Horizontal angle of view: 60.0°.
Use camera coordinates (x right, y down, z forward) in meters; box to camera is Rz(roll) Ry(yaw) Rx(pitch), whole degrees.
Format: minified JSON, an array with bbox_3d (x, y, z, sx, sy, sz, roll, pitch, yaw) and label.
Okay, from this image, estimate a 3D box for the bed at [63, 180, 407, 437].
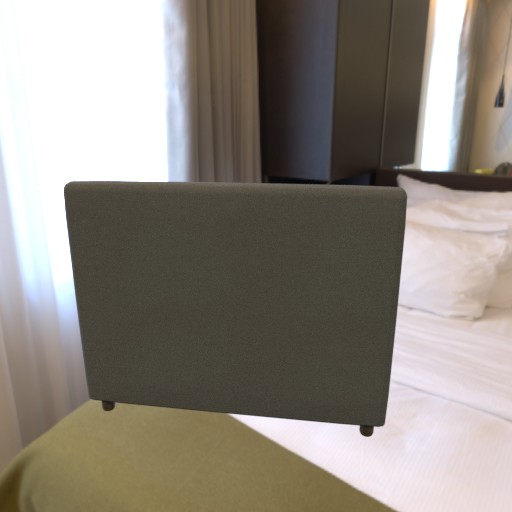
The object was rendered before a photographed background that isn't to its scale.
[{"bbox_3d":[0.000,0.000,3.251,1.713,1.330,2.162,2,17,8],"label":"bed"}]
